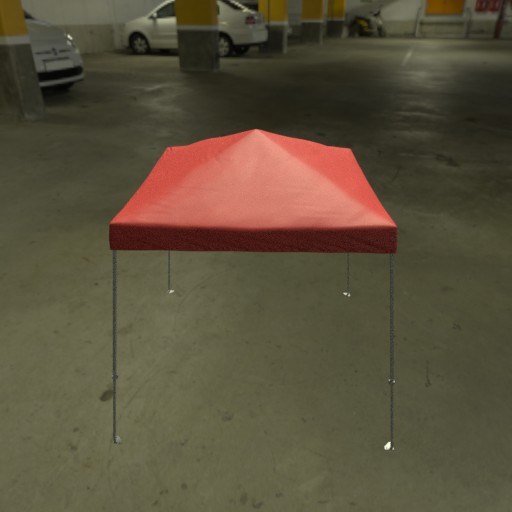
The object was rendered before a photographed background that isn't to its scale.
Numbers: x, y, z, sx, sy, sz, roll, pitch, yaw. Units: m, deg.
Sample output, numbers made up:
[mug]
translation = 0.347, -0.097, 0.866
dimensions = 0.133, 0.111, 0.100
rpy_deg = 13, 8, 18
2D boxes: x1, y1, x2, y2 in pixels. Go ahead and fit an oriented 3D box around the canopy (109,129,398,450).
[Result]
[canopy]
translation = 0.000, 0.000, 5.055
dimensions = 2.848, 2.849, 2.849
rpy_deg = 1, 29, 1
